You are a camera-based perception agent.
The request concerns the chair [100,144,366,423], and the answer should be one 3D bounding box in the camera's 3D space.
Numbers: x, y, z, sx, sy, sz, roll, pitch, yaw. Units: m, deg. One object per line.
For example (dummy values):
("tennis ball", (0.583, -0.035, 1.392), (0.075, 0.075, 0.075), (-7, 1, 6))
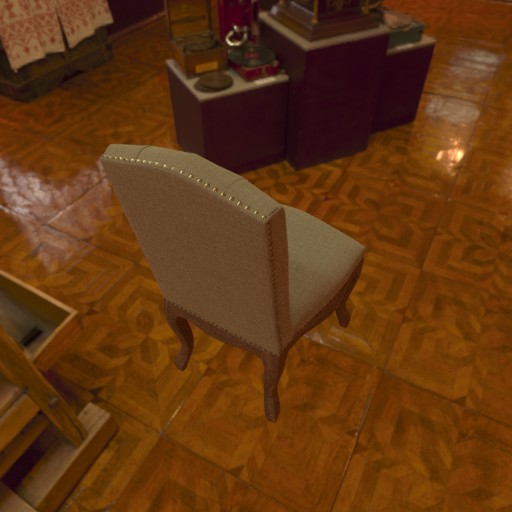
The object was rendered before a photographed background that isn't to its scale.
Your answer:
("chair", (0.000, 0.000, 1.589), (0.637, 1.191, 0.731), (23, 50, 21))
